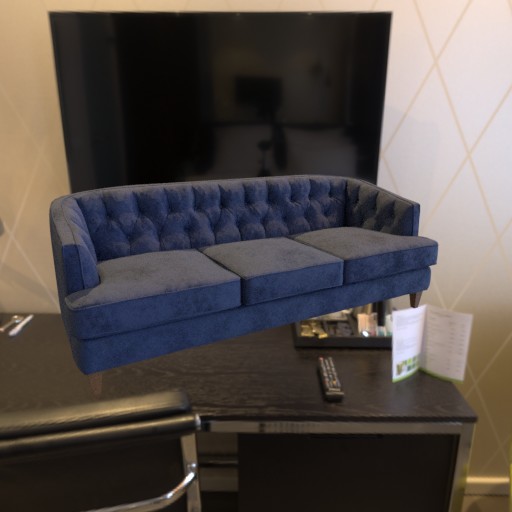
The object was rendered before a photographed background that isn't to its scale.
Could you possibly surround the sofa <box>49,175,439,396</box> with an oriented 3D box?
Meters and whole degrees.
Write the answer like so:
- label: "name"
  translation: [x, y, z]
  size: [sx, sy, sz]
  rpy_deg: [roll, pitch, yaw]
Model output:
- label: "sofa"
  translation: [0.000, 0.000, 2.738]
  size: [2.278, 0.855, 0.941]
  rpy_deg: [-9, 18, -28]
